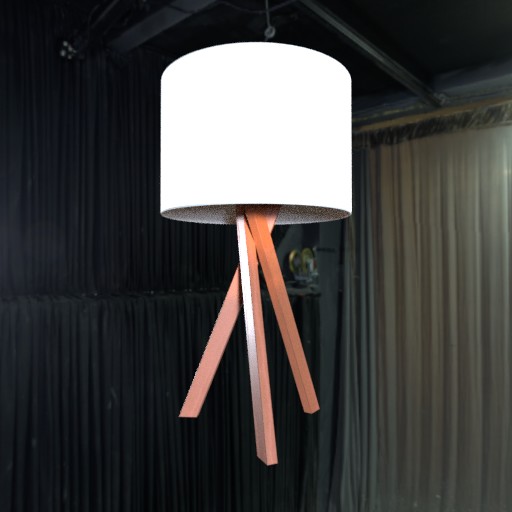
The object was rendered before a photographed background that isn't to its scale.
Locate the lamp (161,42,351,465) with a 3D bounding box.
[{"bbox_3d":[0.000,0.000,0.901,0.380,0.686,0.380,-1,-1,37],"label":"lamp"}]
